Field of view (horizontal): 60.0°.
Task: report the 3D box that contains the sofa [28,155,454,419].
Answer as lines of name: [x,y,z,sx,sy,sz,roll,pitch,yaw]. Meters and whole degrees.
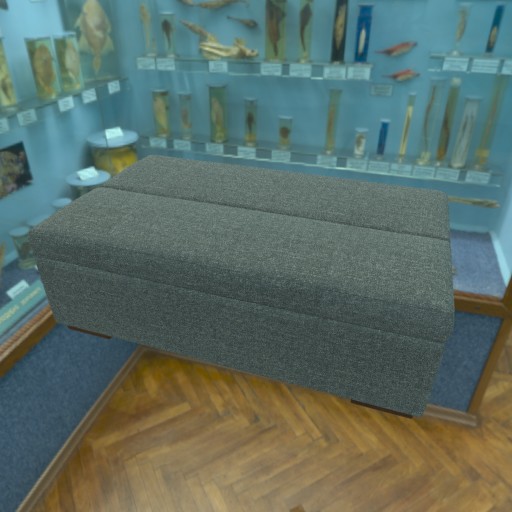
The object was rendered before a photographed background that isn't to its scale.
sofa: [0.000,0.000,1.559,1.198,0.417,0.782,10,34,16]
